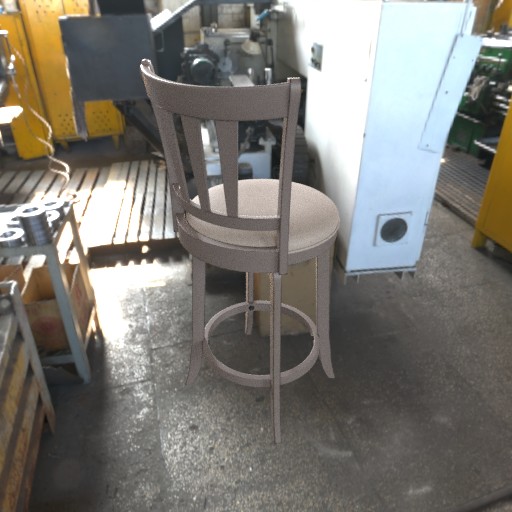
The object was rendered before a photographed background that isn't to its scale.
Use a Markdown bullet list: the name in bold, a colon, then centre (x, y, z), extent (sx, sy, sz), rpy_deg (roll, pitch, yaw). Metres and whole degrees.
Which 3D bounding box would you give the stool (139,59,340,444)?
- **stool**: centre (0.000, 0.000, 1.256), extent (0.436, 1.023, 0.475), rpy_deg (22, 37, 32)
